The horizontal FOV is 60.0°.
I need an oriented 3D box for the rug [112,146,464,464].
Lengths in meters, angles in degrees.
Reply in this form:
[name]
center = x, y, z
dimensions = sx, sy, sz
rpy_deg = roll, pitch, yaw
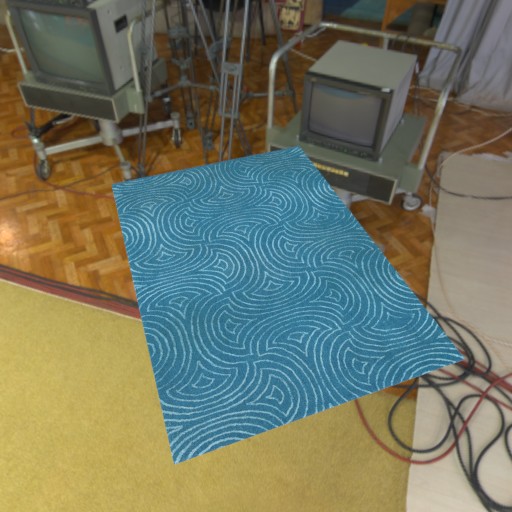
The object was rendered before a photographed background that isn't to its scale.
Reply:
[rug]
center = 0.000, 0.000, 2.830
dimensions = 1.543, 0.015, 2.144
rpy_deg = -15, 48, -14
